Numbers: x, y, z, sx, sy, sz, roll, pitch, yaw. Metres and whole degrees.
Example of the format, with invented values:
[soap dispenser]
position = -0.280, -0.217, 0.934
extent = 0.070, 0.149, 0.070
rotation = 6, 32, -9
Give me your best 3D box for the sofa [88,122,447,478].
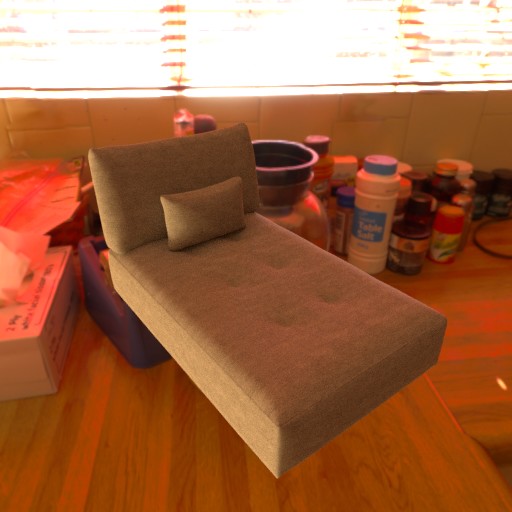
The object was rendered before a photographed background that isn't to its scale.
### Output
[sofa]
position = 0.000, 0.000, 1.994
extent = 0.930, 0.820, 1.450
rotation = -21, 36, -32
